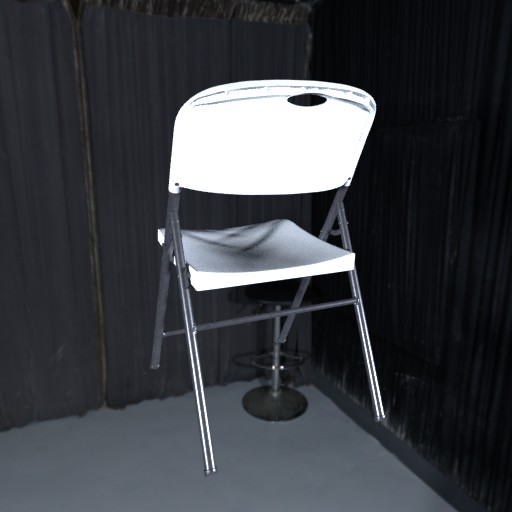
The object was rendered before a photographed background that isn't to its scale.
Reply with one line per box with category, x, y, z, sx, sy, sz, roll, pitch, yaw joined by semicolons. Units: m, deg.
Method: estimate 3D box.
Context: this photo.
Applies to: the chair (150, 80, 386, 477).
chair;0.000;0.000;1.186;0.494;0.810;0.566;-6;15;-24
